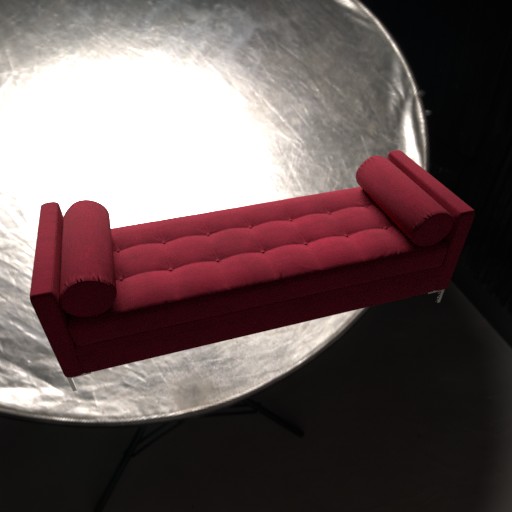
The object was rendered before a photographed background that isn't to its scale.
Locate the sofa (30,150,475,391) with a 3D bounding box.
[{"bbox_3d":[0.000,0.000,2.311,1.981,0.635,0.686,-11,41,-13],"label":"sofa"}]
